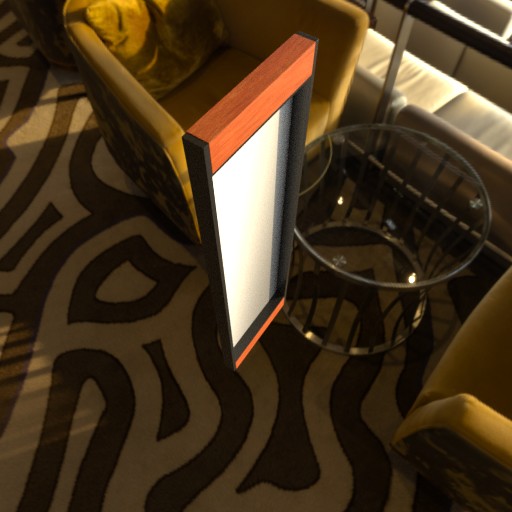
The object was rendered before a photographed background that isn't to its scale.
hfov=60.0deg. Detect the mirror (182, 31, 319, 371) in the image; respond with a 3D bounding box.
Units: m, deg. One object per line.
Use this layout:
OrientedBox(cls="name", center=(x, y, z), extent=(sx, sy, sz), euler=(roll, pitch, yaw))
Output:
OrientedBox(cls="mirror", center=(0.000, 0.000, 1.232), extent=(0.047, 1.123, 0.343), euler=(31, 63, 17))
